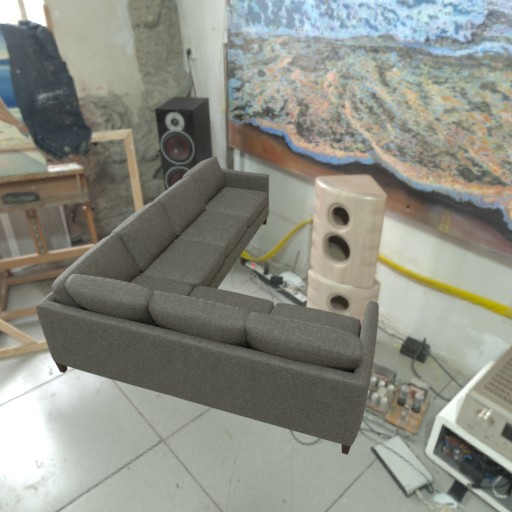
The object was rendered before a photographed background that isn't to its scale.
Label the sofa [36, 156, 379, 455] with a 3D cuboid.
[{"bbox_3d":[0.000,0.000,4.538,2.593,0.947,3.302,10,33,16],"label":"sofa"}]
